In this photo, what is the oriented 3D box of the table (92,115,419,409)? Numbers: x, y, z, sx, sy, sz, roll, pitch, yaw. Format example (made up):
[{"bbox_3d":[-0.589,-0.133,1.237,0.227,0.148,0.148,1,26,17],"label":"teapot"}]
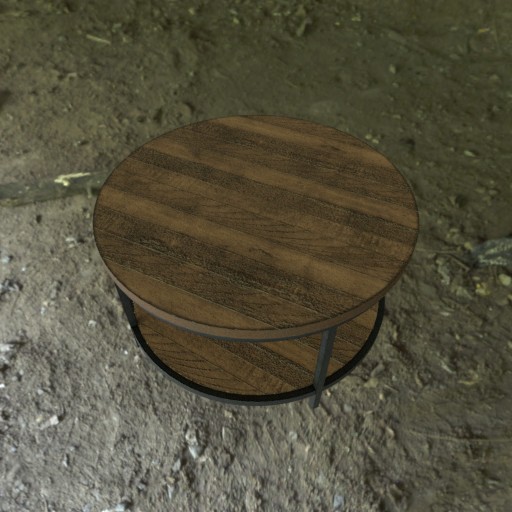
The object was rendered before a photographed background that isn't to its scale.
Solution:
[{"bbox_3d":[0.000,0.000,1.339,0.837,0.462,0.837,0,47,0],"label":"table"}]
